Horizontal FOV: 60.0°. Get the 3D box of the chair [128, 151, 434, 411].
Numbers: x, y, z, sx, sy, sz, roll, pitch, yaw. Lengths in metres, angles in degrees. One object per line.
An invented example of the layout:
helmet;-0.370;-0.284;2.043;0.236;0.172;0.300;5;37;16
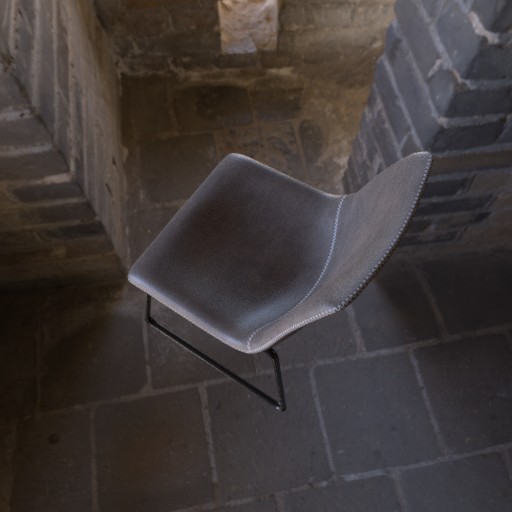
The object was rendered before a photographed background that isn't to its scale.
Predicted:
chair;0.000;0.000;1.086;0.550;0.780;0.460;30;67;14
